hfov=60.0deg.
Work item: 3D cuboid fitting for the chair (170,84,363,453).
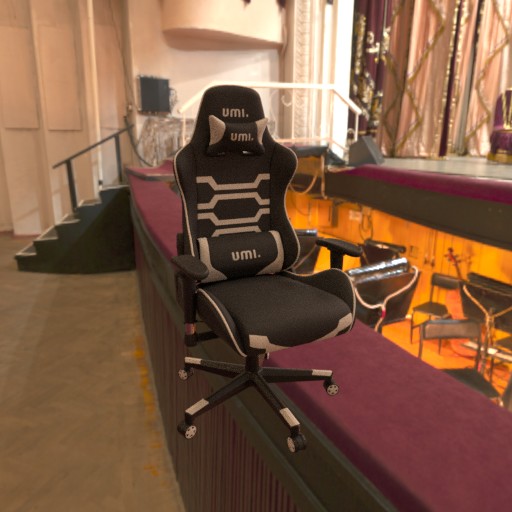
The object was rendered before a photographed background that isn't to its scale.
[{"bbox_3d":[0.000,0.000,1.653,0.700,1.240,0.700,-7,17,-25],"label":"chair"}]
